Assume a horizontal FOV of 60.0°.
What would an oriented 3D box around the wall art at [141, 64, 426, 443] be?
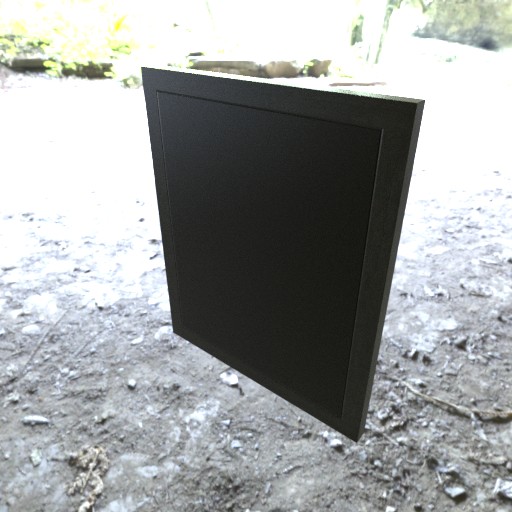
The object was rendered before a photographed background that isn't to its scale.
[{"bbox_3d":[0.000,0.000,0.775,0.479,0.580,0.027,22,37,33],"label":"wall art"}]
